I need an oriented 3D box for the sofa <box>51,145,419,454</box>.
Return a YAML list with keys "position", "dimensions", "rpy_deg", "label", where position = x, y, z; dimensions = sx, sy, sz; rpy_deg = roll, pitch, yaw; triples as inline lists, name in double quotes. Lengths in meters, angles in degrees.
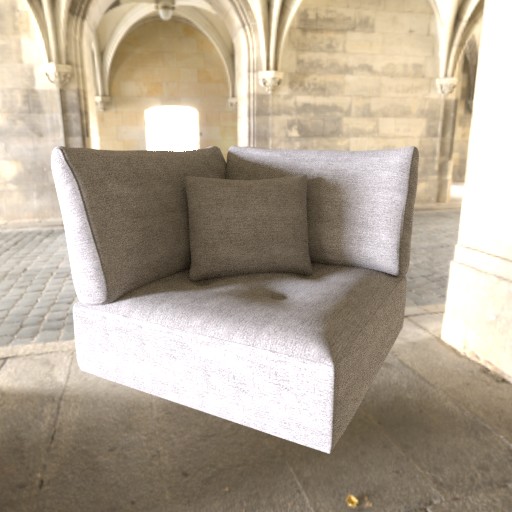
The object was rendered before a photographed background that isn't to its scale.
- position: [0.000, 0.000, 1.689]
  dimensions: [1.000, 0.820, 1.000]
  rpy_deg: [7, 16, 28]
  label: "sofa"
